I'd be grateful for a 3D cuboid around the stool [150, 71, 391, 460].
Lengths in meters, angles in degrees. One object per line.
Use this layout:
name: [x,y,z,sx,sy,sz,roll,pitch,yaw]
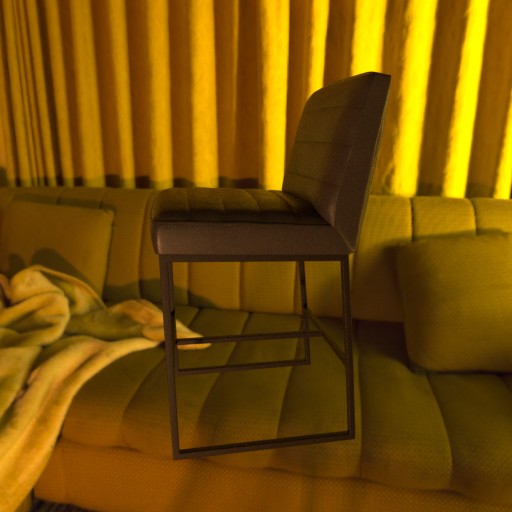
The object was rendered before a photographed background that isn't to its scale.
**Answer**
stool: [0.000,0.000,1.255,0.552,0.938,0.457,-2,15,-10]
